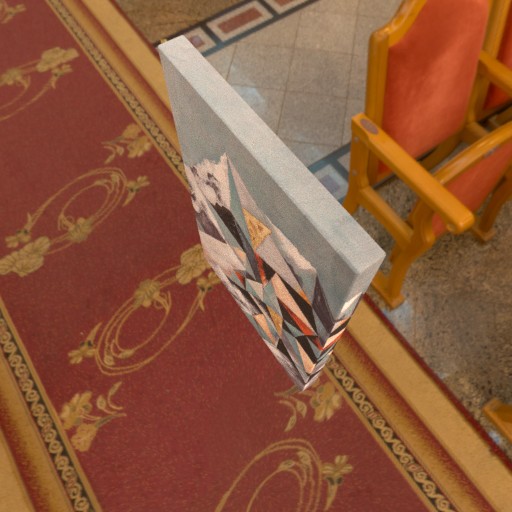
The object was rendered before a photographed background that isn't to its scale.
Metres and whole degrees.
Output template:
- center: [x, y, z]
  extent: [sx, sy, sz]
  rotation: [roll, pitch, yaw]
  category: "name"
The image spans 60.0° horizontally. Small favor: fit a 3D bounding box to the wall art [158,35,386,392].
- center: [0.000, 0.000, 1.174]
  extent: [0.061, 0.911, 0.609]
  rotation: [-31, 67, -15]
  category: "wall art"
